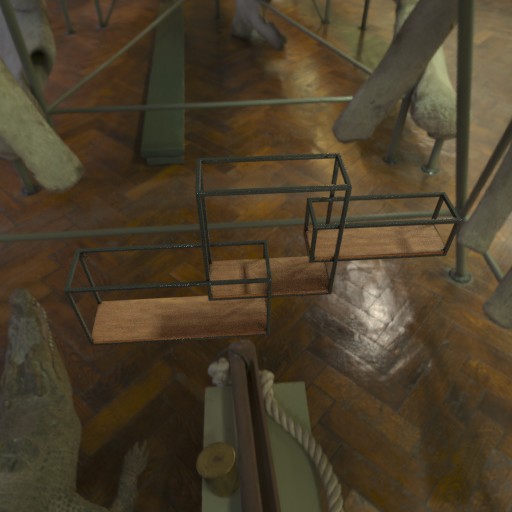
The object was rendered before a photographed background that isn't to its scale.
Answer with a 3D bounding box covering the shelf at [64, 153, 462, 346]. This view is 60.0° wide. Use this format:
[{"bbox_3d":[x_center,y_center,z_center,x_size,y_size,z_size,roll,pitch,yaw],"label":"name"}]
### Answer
[{"bbox_3d":[0.000,0.000,2.142,1.781,0.972,0.275,-3,46,-3],"label":"shelf"}]
